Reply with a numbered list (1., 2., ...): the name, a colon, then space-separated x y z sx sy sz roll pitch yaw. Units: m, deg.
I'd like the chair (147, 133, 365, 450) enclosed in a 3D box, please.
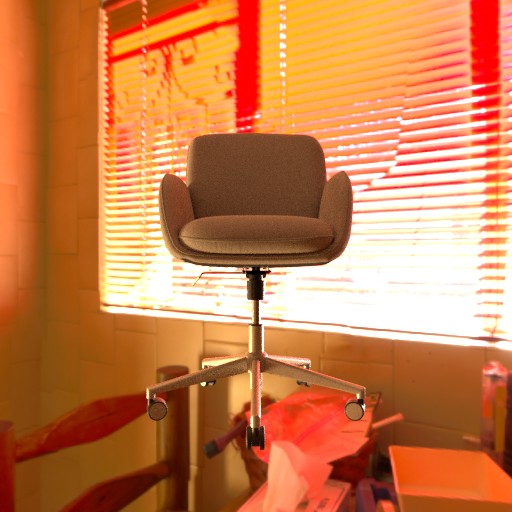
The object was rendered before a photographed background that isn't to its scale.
1. chair: 0.000 0.000 1.396 0.648 0.959 0.654 0 -1 0
